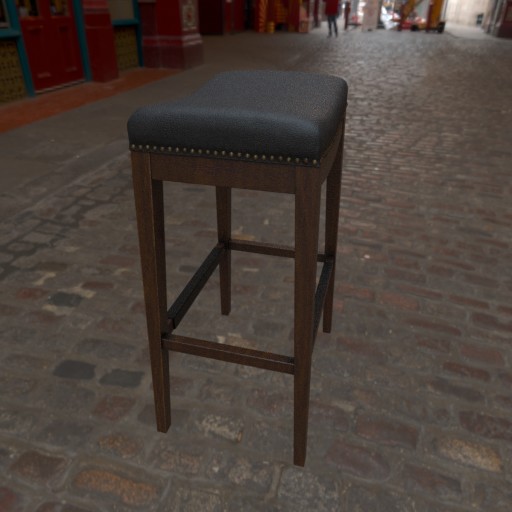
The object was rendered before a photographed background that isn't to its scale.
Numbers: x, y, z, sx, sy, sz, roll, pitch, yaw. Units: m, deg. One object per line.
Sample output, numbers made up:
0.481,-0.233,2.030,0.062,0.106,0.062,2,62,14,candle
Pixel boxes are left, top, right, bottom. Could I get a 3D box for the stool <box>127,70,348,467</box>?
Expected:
0.000,0.000,1.050,0.361,0.765,0.500,8,31,13,stool
